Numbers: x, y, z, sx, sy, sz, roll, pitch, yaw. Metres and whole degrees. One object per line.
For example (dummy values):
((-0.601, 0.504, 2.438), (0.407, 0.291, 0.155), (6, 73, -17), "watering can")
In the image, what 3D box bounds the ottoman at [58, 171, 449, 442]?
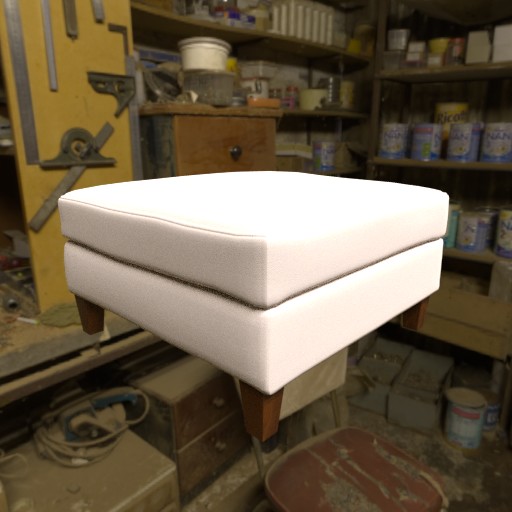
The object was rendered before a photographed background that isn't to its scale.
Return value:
((0.000, 0.000, 1.345), (0.838, 0.479, 0.838), (14, 21, 41), "ottoman")
